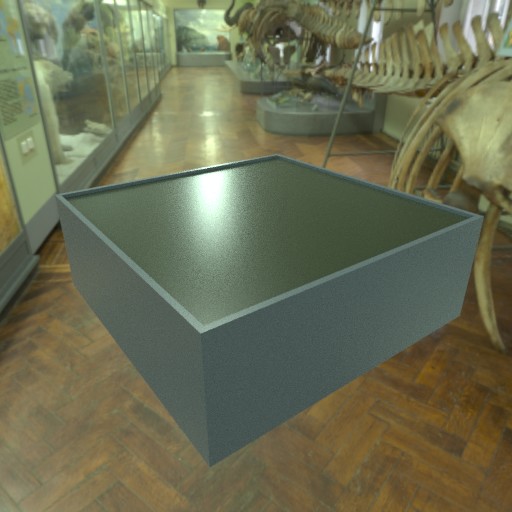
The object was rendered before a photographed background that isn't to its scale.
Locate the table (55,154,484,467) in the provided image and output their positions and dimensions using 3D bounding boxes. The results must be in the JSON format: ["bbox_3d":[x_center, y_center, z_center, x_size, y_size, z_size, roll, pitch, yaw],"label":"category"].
[{"bbox_3d":[0.000,0.000,1.228,0.801,0.299,0.801,-18,32,-32],"label":"table"}]
